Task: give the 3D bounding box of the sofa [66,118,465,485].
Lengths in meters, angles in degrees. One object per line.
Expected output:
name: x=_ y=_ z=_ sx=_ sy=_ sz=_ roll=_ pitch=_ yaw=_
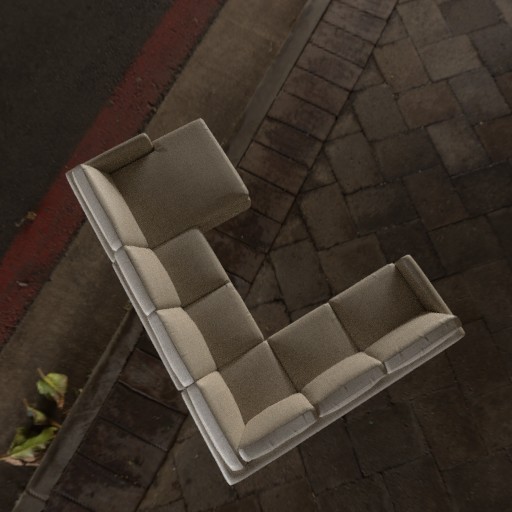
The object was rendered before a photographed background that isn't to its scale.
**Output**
sofa: x=0.000 y=0.000 z=4.600 sx=2.594 sy=0.961 sz=3.460 roll=-30 pitch=78 yaw=-7
